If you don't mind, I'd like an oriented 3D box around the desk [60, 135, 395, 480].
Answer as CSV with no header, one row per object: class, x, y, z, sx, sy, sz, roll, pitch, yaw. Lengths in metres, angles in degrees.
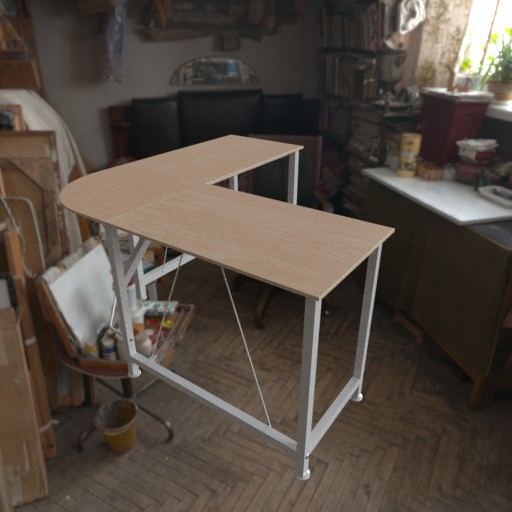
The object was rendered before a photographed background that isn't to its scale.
desk,0.000,0.000,2.172,1.400,0.762,1.400,18,32,31
